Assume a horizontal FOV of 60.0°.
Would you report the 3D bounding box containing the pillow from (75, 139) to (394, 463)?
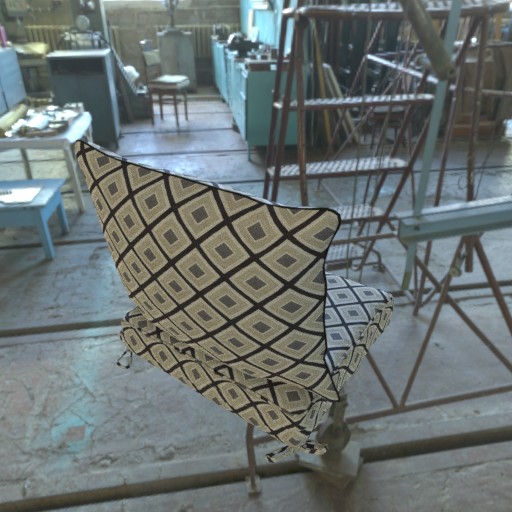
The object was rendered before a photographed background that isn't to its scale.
[{"bbox_3d":[0.000,0.000,1.342,0.798,0.722,0.733,20,36,30],"label":"pillow"}]
